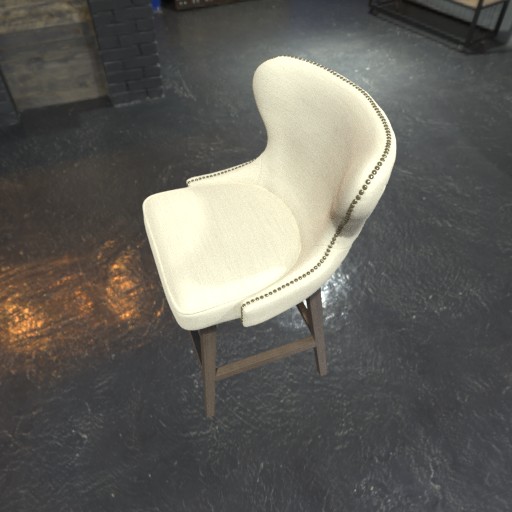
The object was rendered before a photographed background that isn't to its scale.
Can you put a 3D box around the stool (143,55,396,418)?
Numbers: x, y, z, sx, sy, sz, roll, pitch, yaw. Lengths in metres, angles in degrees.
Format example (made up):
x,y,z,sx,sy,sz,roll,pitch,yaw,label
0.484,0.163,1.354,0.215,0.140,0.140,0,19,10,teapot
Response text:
x,y,z,sx,sy,sz,roll,pitch,yaw,label
0.000,0.000,1.364,0.597,0.972,0.615,-15,49,-14,stool
